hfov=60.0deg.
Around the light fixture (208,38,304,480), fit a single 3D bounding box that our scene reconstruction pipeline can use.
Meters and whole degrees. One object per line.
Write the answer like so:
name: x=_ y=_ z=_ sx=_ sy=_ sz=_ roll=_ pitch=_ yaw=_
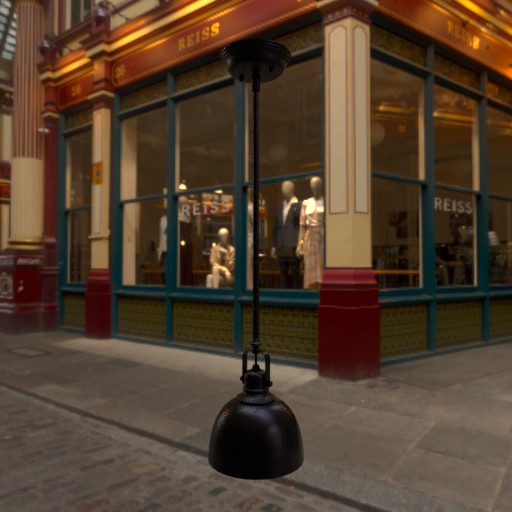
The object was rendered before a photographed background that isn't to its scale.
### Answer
light fixture: x=0.000 y=0.000 z=0.848 sx=0.182 sy=0.768 sz=0.182 roll=0 pitch=-1 yaw=36
